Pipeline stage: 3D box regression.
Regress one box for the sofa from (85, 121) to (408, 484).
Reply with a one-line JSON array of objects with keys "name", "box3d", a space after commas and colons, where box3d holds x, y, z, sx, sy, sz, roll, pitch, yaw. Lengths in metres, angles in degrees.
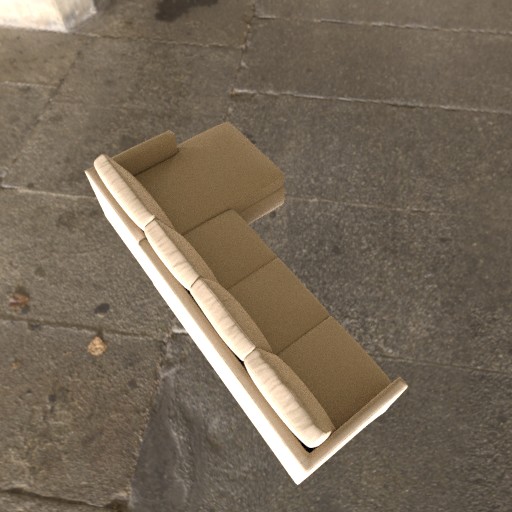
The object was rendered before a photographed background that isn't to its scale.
[{"name": "sofa", "box3d": [0.000, 0.000, 3.883, 1.622, 0.871, 3.206, -32, 63, -19]}]
